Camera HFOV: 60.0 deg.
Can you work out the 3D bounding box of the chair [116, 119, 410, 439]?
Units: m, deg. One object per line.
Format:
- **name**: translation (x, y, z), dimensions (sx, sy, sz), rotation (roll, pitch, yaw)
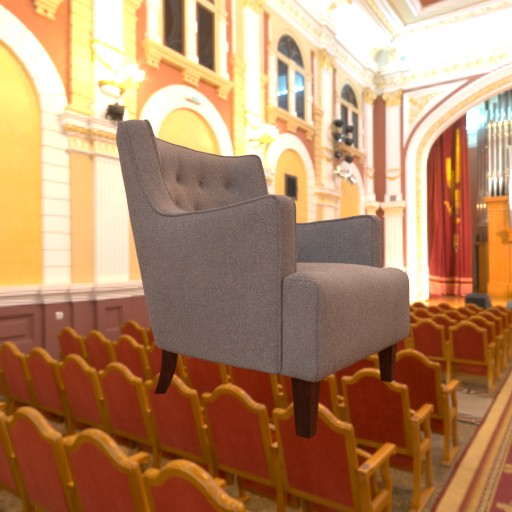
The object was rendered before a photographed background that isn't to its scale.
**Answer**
- **chair**: translation (0.000, 0.000, 1.602), dimensions (0.910, 0.919, 0.781), rotation (0, 0, 35)
